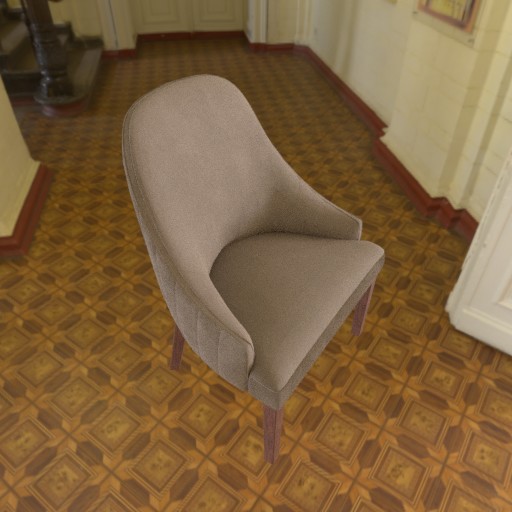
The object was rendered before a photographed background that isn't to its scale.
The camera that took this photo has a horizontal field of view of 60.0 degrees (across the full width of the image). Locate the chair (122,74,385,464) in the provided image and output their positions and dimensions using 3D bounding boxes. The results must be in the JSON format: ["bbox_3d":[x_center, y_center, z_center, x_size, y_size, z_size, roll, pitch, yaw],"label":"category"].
[{"bbox_3d":[0.000,0.000,1.289,0.575,0.889,0.643,24,46,26],"label":"chair"}]
